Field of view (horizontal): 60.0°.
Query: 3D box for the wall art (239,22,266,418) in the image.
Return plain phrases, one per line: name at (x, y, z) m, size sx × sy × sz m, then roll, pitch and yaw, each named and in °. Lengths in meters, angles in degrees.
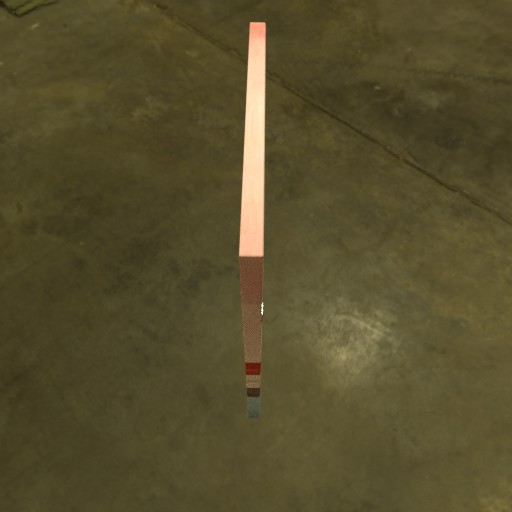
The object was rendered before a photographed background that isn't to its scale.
wall art at (0.000, 0.000, 1.174) m, size 0.038 × 0.914 × 0.610 m, roll 1°, pitch 56°, yaw 1°
